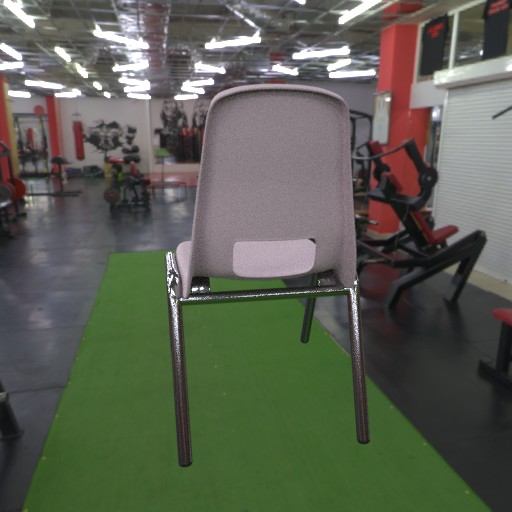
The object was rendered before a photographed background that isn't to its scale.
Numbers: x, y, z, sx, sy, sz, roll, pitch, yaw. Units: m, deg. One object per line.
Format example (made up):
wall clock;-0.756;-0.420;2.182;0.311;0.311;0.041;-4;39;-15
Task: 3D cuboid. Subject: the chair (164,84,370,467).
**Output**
chair;0.000;0.000;0.863;0.354;0.586;0.423;-3;15;-10
